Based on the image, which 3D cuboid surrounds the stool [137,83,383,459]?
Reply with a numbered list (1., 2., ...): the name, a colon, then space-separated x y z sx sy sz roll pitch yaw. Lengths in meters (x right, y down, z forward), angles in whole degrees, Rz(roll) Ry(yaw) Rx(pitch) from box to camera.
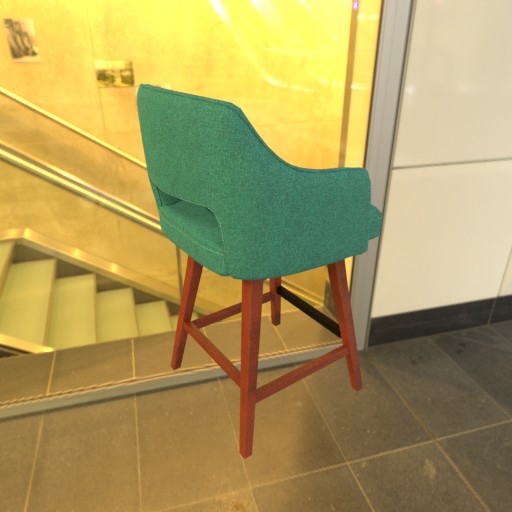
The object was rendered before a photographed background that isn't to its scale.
1. stool: 0.000 0.000 1.300 0.556 0.961 0.548 -18 32 -31
